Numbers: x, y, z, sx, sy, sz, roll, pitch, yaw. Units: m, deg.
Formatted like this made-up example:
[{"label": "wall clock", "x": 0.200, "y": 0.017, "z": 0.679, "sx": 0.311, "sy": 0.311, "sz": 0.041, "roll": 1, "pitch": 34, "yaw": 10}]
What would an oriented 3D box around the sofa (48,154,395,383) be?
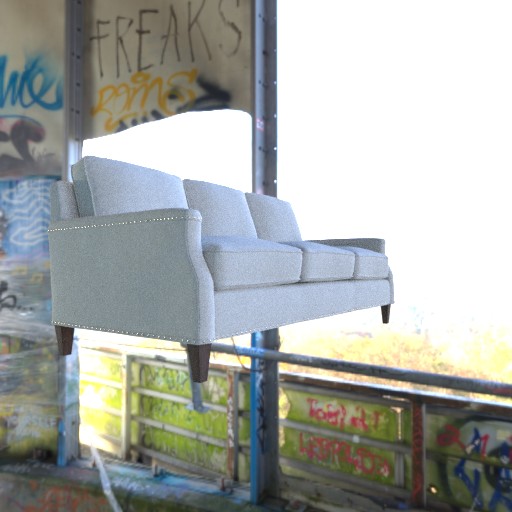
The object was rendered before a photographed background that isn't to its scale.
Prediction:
[{"label": "sofa", "x": 0.000, "y": 0.000, "z": 2.814, "sx": 1.084, "sy": 1.003, "sz": 2.246, "roll": -1, "pitch": -2, "yaw": 35}]
